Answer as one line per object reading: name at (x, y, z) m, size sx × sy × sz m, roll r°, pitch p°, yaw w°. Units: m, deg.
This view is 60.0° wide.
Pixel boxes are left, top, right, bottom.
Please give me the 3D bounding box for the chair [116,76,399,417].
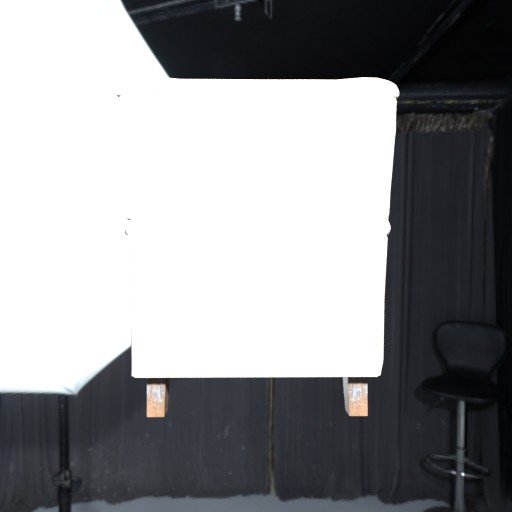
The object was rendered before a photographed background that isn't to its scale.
chair at (0.000, 0.000, 1.799) m, size 0.879 × 1.119 × 0.953 m, roll 0°, pitch 1°, yaw -1°
